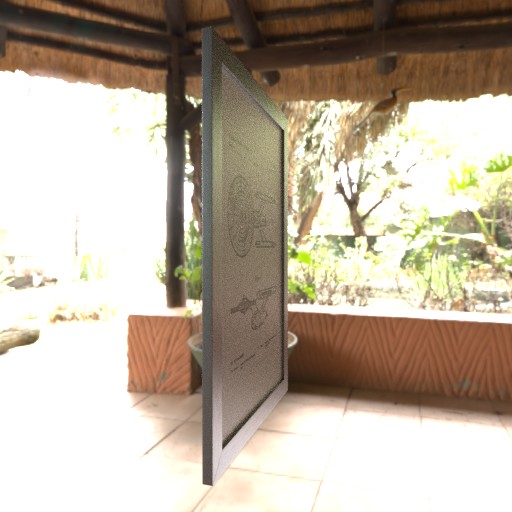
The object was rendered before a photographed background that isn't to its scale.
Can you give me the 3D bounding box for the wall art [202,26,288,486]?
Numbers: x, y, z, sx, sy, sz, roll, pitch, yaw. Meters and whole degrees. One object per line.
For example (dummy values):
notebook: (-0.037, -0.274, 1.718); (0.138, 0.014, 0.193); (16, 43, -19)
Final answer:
wall art: (0.000, 0.000, 0.691); (0.013, 0.529, 0.376); (0, 1, 17)
